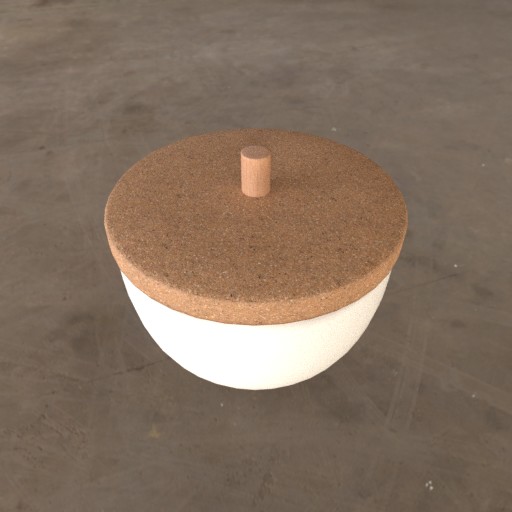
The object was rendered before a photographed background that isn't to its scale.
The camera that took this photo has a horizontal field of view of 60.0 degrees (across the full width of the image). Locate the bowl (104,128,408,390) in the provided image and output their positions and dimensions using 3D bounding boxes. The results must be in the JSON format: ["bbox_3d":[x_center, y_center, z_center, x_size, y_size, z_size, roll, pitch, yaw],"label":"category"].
[{"bbox_3d":[0.000,0.000,0.212,0.126,0.110,0.126,0,42,0],"label":"bowl"}]
